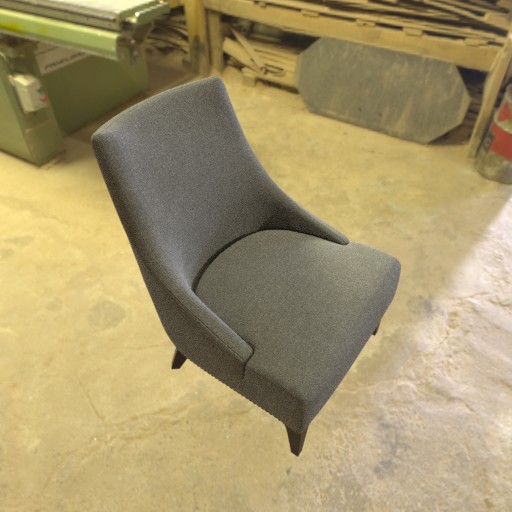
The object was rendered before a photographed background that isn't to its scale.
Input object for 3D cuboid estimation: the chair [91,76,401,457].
[{"bbox_3d":[0.000,0.000,1.511,0.861,0.909,0.701,26,48,25],"label":"chair"}]
